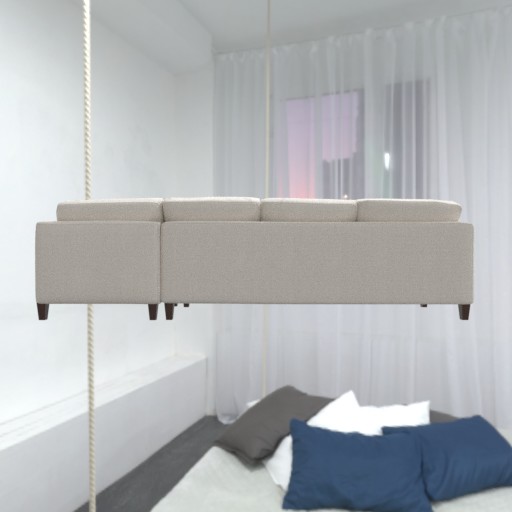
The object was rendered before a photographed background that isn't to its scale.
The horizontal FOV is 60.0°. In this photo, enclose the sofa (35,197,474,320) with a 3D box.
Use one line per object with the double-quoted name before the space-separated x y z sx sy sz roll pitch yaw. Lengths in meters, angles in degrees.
"sofa" 0.000 0.000 4.534 3.302 0.947 2.593 0 0 0
